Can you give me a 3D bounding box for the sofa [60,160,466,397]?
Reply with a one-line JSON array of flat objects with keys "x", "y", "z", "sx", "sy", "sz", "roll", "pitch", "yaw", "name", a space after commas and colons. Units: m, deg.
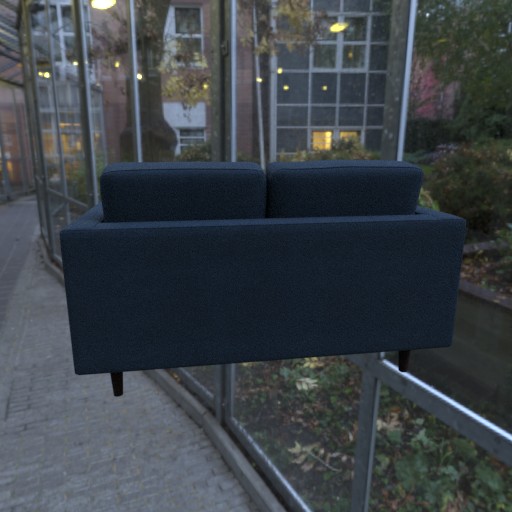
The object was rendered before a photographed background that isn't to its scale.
[{"x": 0.000, "y": 0.000, "z": 2.154, "sx": 1.518, "sy": 0.930, "sz": 0.999, "roll": -2, "pitch": 15, "yaw": -9, "name": "sofa"}]
